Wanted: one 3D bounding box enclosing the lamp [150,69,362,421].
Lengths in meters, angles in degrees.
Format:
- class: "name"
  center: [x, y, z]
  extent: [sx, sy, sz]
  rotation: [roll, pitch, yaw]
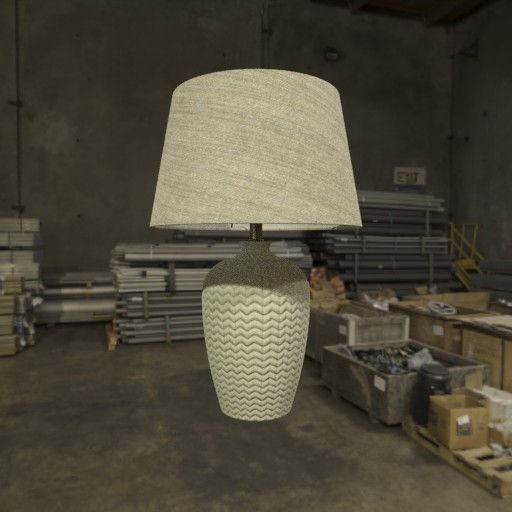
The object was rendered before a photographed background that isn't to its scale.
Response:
- class: "lamp"
  center: [0.000, 0.000, 0.838]
  extent: [0.390, 0.580, 0.390]
  rotation: [0, 2, 0]
